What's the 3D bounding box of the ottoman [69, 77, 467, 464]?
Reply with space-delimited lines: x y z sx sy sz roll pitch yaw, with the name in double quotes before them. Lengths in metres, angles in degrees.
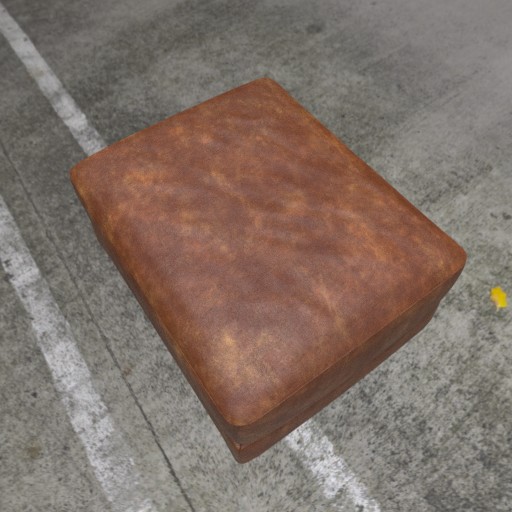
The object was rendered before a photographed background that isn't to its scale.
"ottoman" 0.000 0.000 1.114 0.603 0.476 0.751 -31 64 -17
